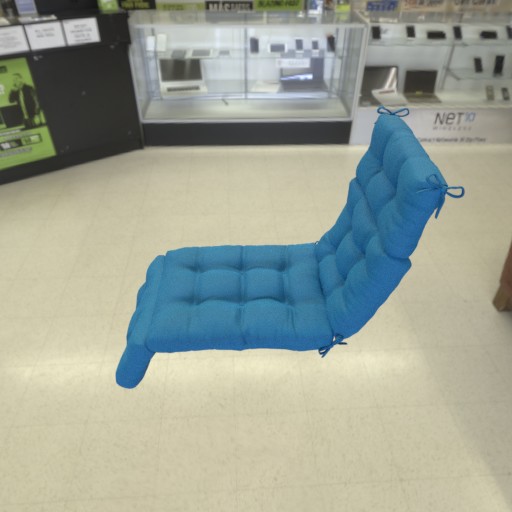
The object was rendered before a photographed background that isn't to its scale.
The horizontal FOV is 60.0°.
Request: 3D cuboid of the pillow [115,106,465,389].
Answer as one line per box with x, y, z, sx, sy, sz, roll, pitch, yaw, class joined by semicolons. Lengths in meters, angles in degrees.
0.000;0.000;1.512;1.016;0.863;0.526;-1;39;-1;pillow
